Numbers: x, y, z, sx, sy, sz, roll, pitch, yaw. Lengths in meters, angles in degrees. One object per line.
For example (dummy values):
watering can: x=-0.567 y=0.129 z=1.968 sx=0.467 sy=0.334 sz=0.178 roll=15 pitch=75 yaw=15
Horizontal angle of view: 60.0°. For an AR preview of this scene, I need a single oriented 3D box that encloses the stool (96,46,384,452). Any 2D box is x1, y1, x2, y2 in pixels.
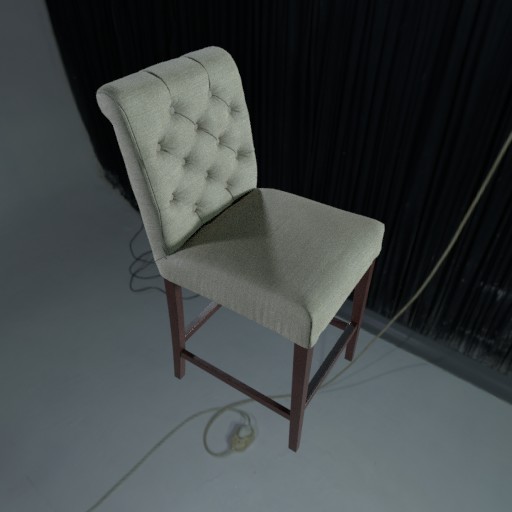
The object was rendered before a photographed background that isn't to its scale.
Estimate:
stool: x=0.000 y=0.000 z=1.408 sx=0.660 sy=1.084 sz=0.486 roll=23 pitch=45 yaw=25
